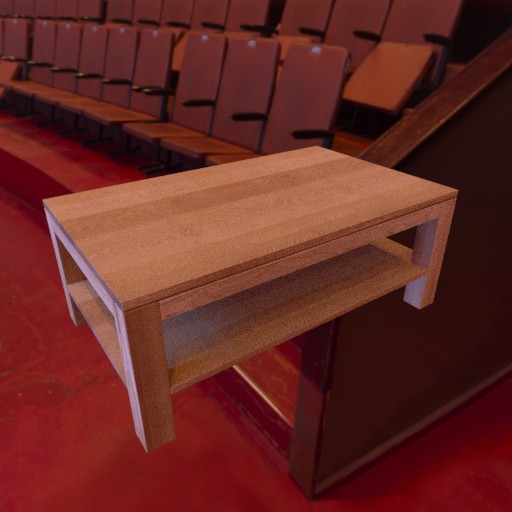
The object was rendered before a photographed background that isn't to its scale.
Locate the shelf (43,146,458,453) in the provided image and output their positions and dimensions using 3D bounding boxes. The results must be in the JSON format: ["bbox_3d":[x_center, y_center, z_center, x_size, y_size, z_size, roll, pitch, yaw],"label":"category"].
[{"bbox_3d":[0.000,0.000,1.538,1.150,0.450,0.700,-18,33,-30],"label":"shelf"}]
